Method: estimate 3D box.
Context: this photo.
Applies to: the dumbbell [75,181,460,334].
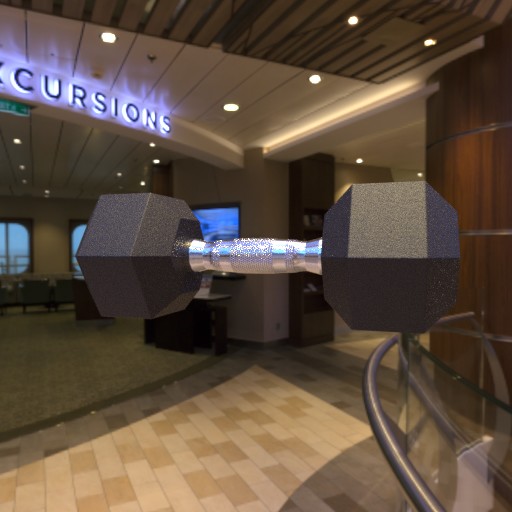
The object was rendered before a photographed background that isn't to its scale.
[{"bbox_3d":[0.000,0.000,0.435,0.356,0.123,0.141,0,1,18],"label":"dumbbell"}]
